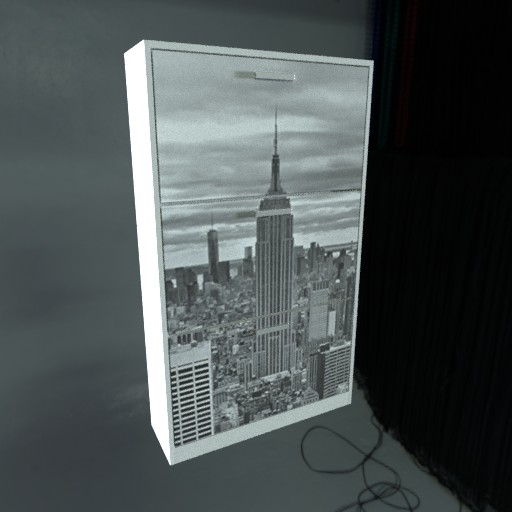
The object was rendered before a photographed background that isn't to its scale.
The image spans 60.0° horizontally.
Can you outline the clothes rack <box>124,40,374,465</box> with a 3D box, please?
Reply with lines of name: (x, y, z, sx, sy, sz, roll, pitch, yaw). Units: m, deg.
clothes rack: (0.000, 0.000, 1.546, 0.750, 1.280, 0.250, -8, 18, -26)
